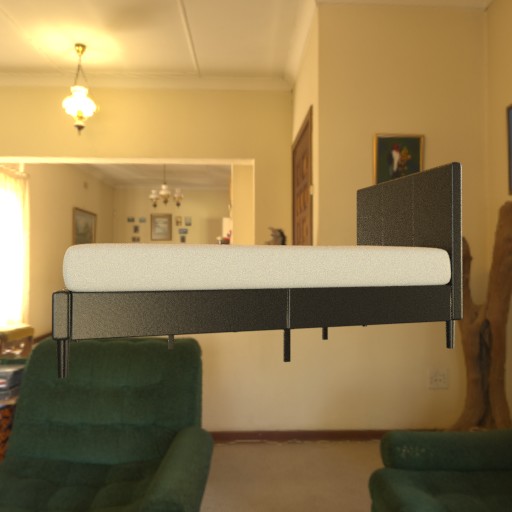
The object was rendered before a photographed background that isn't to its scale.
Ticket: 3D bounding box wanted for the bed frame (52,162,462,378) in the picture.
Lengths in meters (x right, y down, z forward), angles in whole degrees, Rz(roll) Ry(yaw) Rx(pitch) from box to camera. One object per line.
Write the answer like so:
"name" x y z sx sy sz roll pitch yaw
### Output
"bed frame" 0.000 0.000 2.495 2.152 1.046 1.038 0 -1 -18
